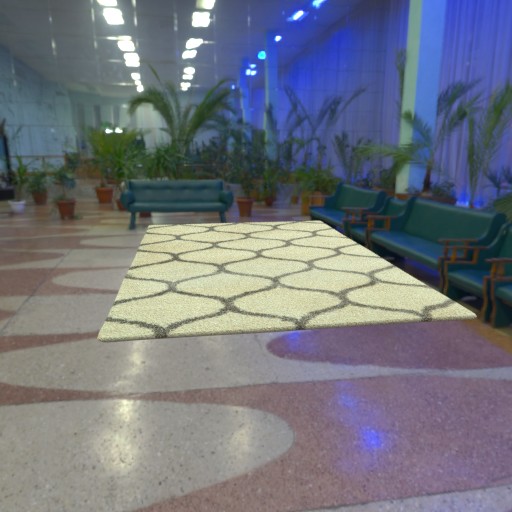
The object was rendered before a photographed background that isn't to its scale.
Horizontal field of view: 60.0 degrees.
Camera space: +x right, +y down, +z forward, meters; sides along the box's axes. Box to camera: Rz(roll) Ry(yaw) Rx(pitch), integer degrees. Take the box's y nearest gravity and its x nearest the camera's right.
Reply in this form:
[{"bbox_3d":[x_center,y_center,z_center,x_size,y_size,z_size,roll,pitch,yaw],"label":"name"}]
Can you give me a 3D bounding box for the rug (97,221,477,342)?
[{"bbox_3d":[0.000,0.000,3.332,1.801,0.026,2.701,-2,15,-8],"label":"rug"}]
